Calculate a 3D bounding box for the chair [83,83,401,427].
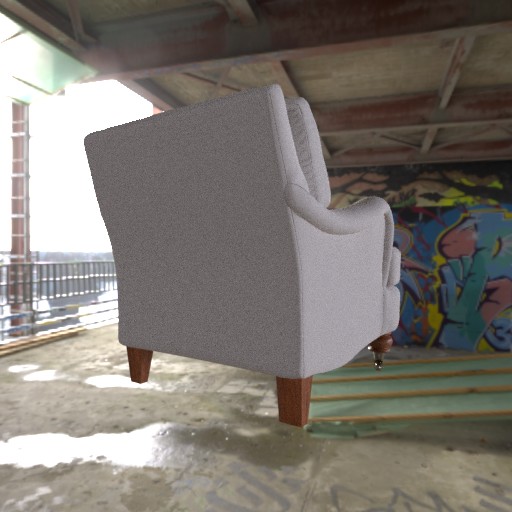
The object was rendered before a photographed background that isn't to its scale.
[{"bbox_3d":[0.000,0.000,1.860,0.955,1.038,1.070,0,1,36],"label":"chair"}]
